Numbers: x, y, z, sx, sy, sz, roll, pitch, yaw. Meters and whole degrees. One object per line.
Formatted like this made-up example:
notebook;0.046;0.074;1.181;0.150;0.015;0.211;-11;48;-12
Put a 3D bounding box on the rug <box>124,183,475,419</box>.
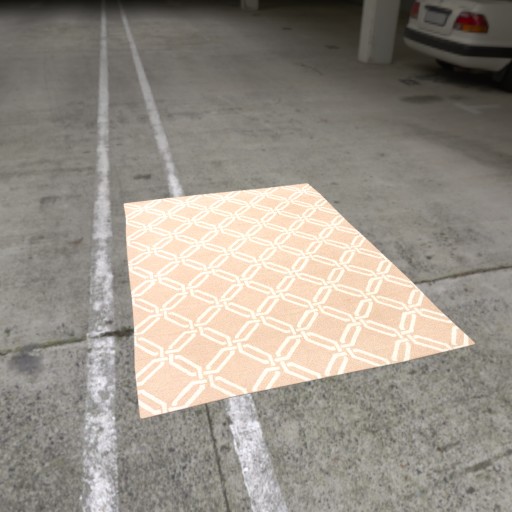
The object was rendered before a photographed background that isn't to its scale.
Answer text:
rug;0.000;0.000;4.368;2.452;0.020;3.365;-8;32;-14
